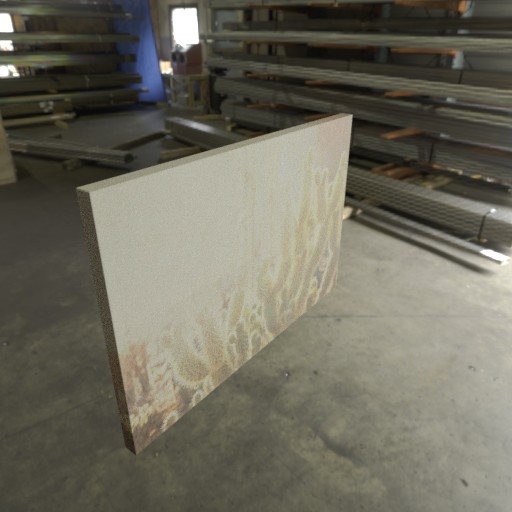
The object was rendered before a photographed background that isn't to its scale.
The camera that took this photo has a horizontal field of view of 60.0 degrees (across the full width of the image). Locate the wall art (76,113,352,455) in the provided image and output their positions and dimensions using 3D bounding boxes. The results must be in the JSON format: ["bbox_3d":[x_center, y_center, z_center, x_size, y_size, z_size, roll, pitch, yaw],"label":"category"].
[{"bbox_3d":[0.000,0.000,1.173,0.040,0.608,0.916,19,33,33],"label":"wall art"}]
